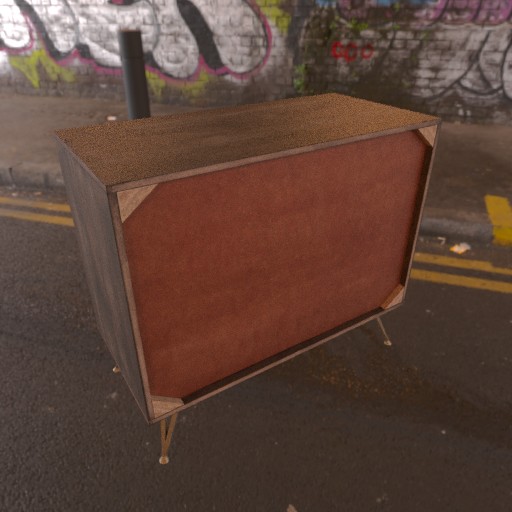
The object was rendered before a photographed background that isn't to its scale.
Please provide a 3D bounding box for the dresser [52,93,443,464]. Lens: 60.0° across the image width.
[{"bbox_3d":[0.000,0.000,1.361,0.923,0.801,0.453,-18,35,-28],"label":"dresser"}]
